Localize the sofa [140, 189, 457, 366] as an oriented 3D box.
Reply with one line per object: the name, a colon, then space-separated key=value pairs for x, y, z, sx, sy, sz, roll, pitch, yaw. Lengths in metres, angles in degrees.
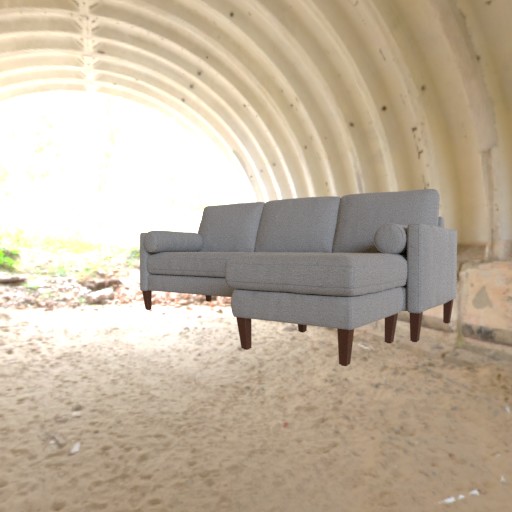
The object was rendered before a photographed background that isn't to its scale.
sofa: x=0.000 y=0.000 z=2.923 sx=2.178 sy=0.875 sz=1.506 roll=1 pitch=1 yaw=36
